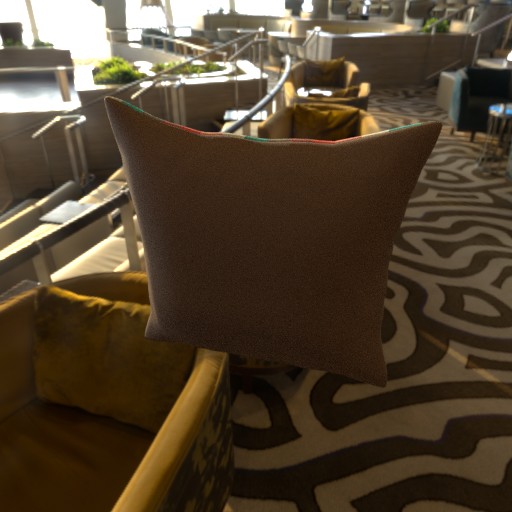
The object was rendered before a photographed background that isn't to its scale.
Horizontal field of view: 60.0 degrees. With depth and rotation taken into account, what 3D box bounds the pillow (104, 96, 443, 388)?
[{"bbox_3d":[0.000,0.000,0.682,0.453,0.443,0.168,9,32,15],"label":"pillow"}]
